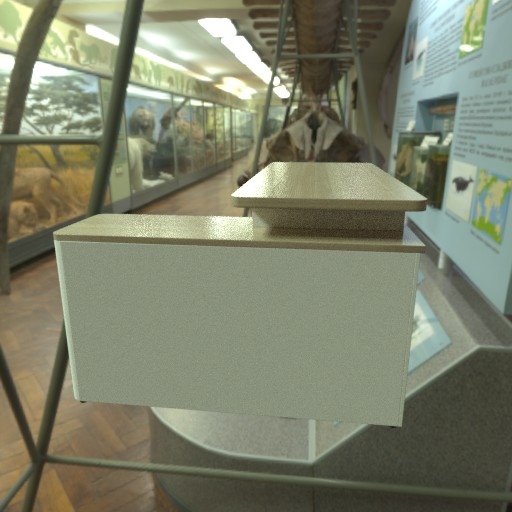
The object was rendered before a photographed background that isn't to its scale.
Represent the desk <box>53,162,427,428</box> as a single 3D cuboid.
[{"bbox_3d":[0.000,0.000,2.096,1.175,0.770,1.400,2,16,7],"label":"desk"}]
